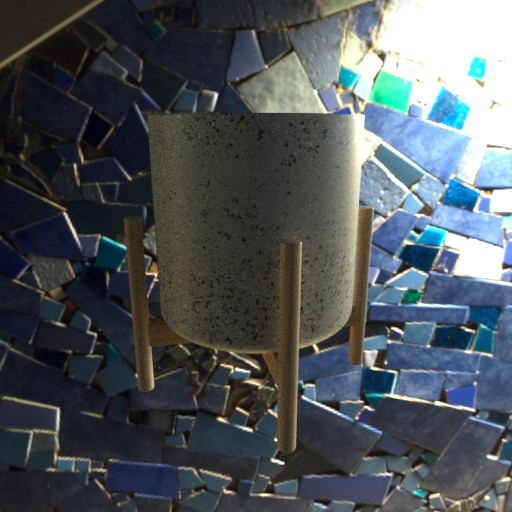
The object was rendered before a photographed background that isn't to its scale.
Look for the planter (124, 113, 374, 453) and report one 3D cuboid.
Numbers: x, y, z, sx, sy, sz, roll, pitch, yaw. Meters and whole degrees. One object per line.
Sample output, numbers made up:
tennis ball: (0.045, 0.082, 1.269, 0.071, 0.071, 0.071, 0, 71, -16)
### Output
planter: (0.000, 0.000, 0.694, 0.360, 0.419, 0.360, 3, 17, 9)
